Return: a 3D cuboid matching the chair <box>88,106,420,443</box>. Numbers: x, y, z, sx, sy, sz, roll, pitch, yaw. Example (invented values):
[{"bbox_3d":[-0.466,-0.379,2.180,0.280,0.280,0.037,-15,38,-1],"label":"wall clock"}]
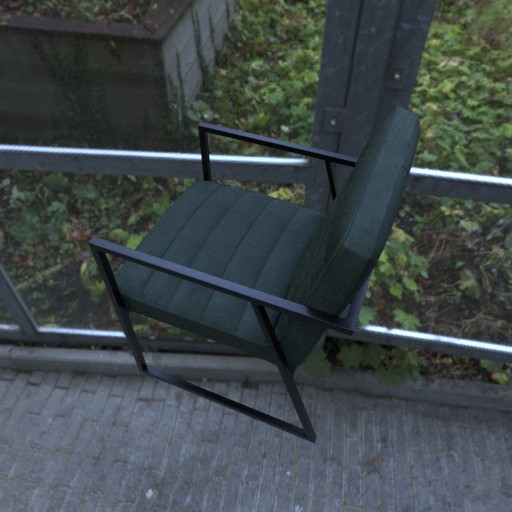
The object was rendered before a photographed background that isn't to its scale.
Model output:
[{"bbox_3d":[0.000,0.000,1.279,0.677,0.833,0.571,17,50,15],"label":"chair"}]
